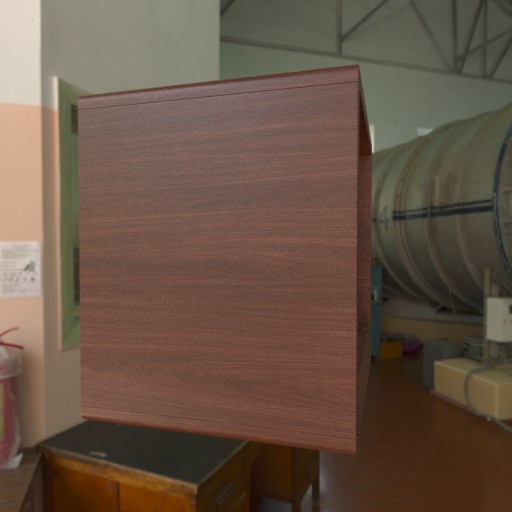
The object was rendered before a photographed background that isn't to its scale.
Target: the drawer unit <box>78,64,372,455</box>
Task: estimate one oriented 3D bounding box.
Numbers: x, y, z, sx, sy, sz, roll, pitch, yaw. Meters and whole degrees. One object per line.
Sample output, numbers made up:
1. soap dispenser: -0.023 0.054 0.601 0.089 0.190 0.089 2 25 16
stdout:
1. drawer unit: 0.000 0.000 0.599 0.290 0.351 0.349 0 2 17
